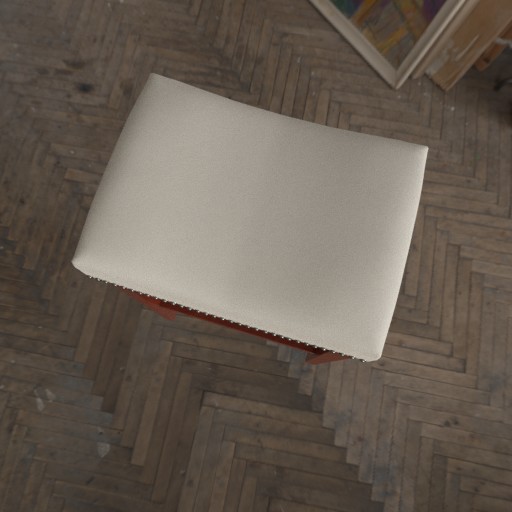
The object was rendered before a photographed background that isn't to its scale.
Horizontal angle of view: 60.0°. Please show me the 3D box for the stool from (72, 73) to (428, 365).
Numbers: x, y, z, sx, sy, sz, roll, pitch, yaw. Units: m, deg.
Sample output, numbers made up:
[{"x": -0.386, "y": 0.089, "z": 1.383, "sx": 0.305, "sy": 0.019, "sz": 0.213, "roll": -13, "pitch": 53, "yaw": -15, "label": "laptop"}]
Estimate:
[{"x": 0.000, "y": 0.000, "z": 1.038, "sx": 0.504, "sy": 0.742, "sz": 0.372, "roll": 16, "pitch": 76, "yaw": 4, "label": "stool"}]
